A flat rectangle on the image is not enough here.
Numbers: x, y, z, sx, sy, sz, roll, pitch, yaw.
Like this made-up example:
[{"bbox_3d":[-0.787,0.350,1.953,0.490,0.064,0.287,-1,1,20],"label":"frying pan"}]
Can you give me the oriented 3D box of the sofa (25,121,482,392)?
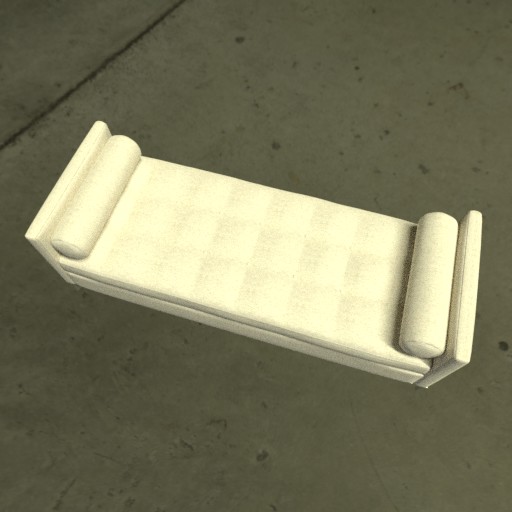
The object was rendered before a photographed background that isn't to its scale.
[{"bbox_3d":[0.000,0.000,2.409,2.102,0.655,0.797,15,64,8],"label":"sofa"}]
